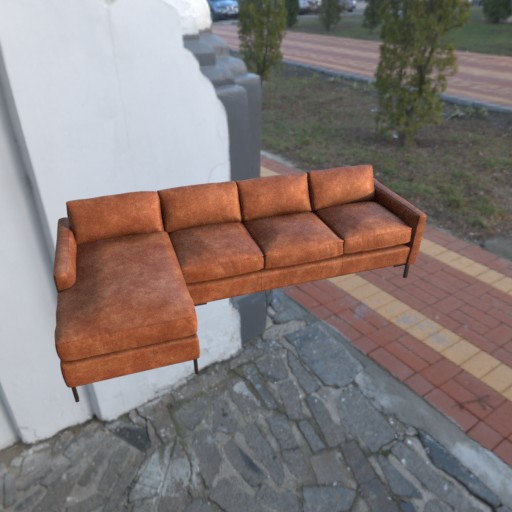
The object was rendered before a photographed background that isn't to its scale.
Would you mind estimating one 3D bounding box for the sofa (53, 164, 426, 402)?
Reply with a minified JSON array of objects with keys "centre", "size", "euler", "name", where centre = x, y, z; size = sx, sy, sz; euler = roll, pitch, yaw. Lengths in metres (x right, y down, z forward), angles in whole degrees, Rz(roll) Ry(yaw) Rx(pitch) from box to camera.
[{"centre":[0.000,0.000,3.593],"size":[2.993,0.859,1.471],"euler":[-10,32,-16],"name":"sofa"}]
